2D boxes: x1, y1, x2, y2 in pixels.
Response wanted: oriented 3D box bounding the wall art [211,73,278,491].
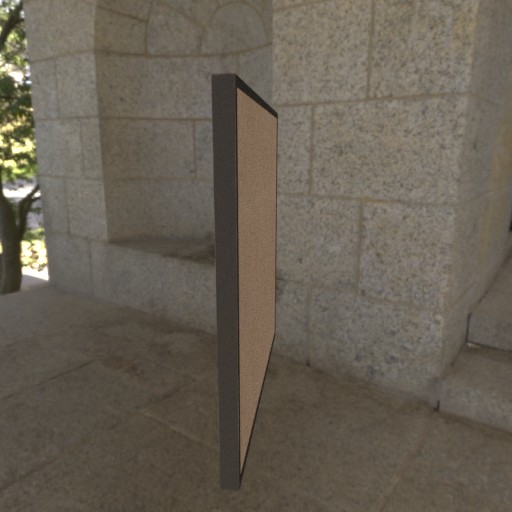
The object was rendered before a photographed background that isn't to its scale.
[{"bbox_3d":[0.000,0.000,1.144,0.038,0.762,0.762,2,13,8],"label":"wall art"}]
